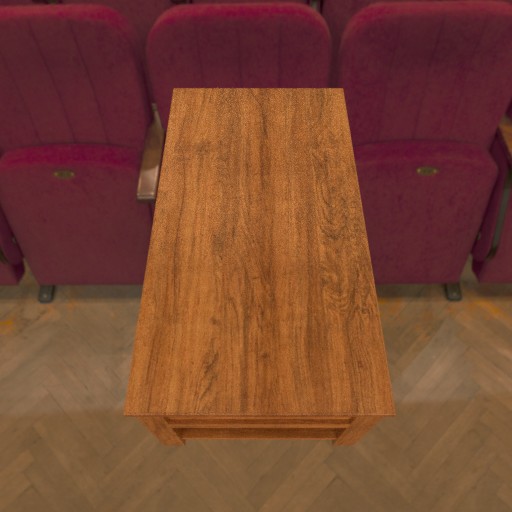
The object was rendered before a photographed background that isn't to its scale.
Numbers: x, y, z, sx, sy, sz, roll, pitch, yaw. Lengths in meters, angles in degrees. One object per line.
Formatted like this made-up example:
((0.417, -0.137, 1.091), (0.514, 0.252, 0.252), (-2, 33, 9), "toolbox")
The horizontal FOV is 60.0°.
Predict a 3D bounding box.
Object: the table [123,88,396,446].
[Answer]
((0.000, 0.000, 1.511), (0.635, 0.480, 1.150), (0, 58, 0), "table")
